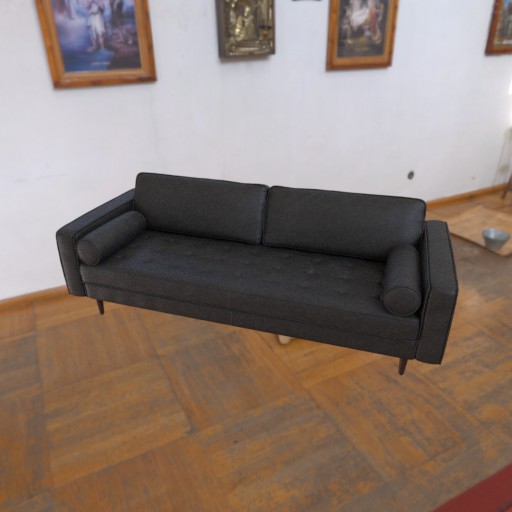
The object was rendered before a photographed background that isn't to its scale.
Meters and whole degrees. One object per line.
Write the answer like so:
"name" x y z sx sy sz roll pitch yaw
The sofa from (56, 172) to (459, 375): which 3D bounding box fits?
"sofa" 0.000 0.000 2.707 2.210 0.762 0.914 8 28 16
